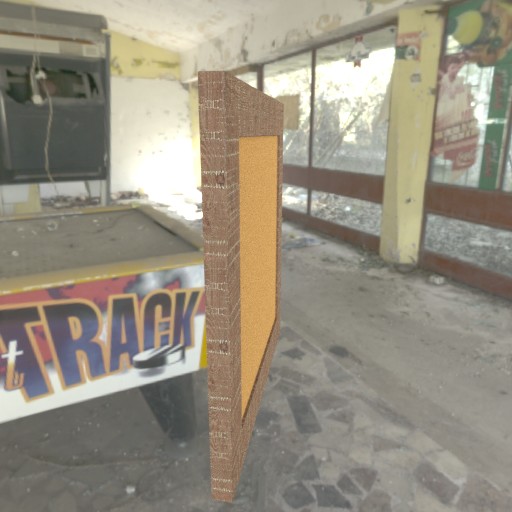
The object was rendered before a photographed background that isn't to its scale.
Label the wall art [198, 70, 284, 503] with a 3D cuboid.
[{"bbox_3d":[0.000,0.000,0.769,0.029,0.531,0.531,3,16,9],"label":"wall art"}]
